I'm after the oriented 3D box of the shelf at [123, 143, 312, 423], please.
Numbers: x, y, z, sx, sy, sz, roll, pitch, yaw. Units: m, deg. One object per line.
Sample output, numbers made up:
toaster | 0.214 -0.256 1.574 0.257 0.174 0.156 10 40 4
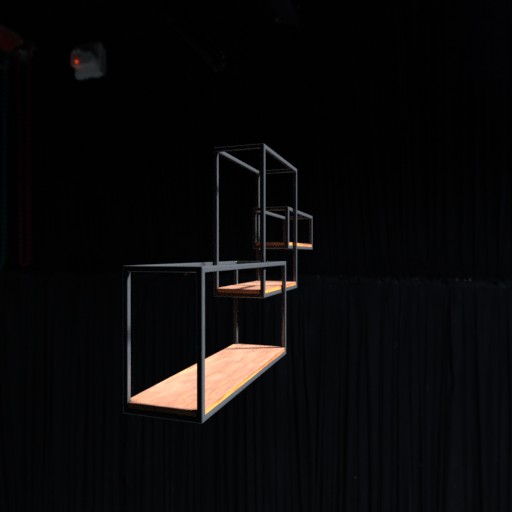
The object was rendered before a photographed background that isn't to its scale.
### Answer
shelf | 0.000 0.000 2.178 0.275 0.972 1.781 0 0 19
